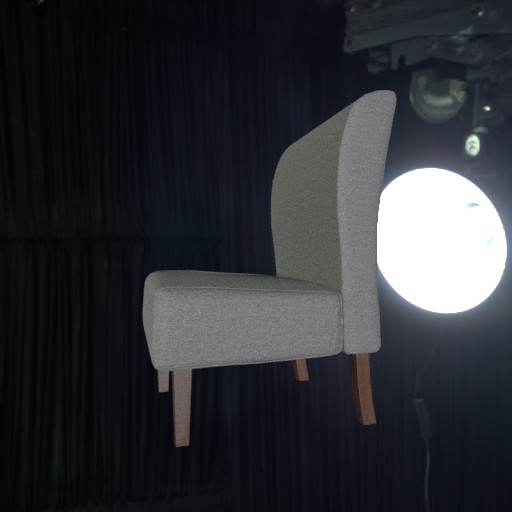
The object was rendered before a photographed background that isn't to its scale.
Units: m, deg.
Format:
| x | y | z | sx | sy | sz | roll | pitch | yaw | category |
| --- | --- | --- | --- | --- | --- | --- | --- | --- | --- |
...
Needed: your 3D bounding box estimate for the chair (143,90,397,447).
| x | y | z | sx | sy | sz | roll | pitch | yaw | category |
| --- | --- | --- | --- | --- | --- | --- | --- | --- | --- |
| 0.000 | 0.000 | 1.202 | 0.592 | 0.804 | 0.513 | 0 | 0 | -17 | chair |
